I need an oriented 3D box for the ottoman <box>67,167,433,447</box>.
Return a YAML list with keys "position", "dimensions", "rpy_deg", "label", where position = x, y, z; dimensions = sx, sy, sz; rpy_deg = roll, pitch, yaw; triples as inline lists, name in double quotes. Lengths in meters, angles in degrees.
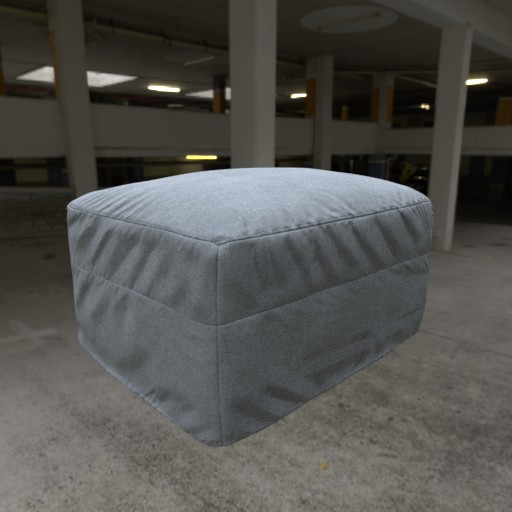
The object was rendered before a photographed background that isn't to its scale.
- position: [0.000, 0.000, 1.238]
  dimensions: [0.837, 0.481, 0.683]
  rpy_deg: [-13, 18, -43]
  label: "ottoman"
